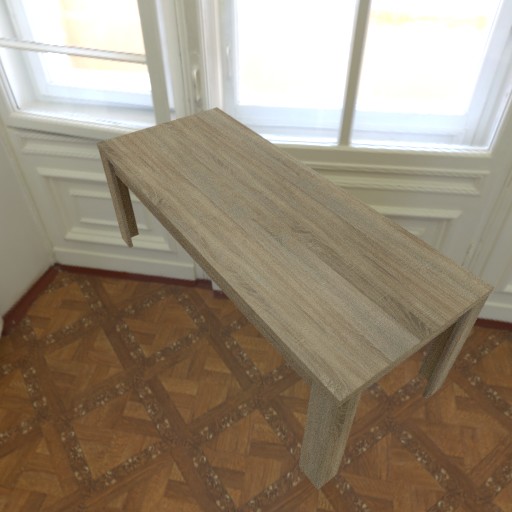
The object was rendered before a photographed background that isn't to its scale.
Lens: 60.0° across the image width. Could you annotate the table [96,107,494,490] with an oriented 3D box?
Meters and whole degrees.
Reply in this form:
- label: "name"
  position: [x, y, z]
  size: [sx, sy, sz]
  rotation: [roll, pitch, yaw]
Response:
- label: "table"
  position: [0.000, 0.000, 2.606]
  size: [0.900, 0.790, 2.200]
  rotation: [-26, 48, -26]
